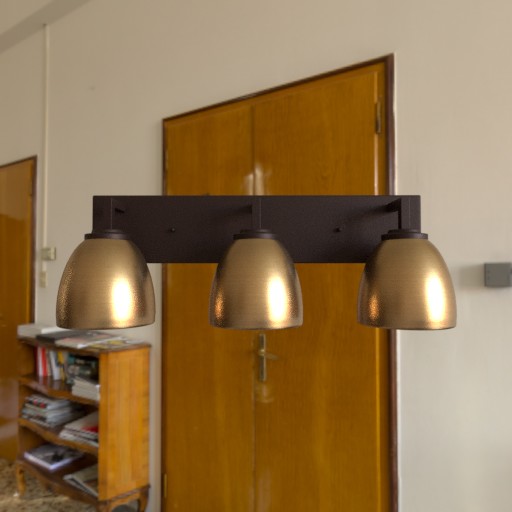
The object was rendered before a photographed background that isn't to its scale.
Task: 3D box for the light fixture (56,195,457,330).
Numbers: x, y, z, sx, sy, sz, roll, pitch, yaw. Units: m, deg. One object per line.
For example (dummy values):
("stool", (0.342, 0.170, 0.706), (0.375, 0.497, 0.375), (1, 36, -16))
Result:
("light fixture", (0.000, 0.000, 0.668), (0.582, 0.204, 0.157), (0, -2, 0))
